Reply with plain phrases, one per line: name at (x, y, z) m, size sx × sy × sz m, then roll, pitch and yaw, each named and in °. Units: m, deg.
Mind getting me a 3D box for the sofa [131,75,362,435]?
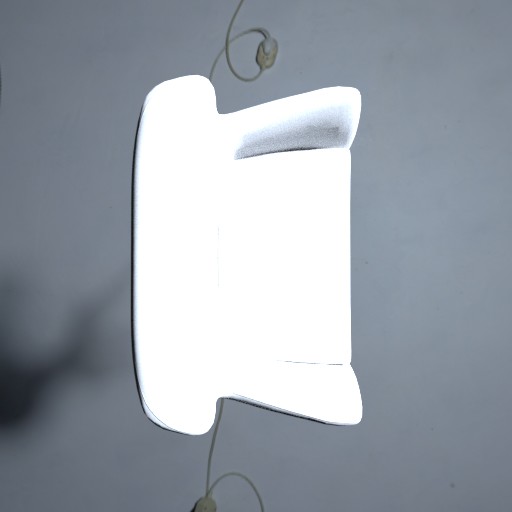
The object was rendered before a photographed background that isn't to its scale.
sofa at (0.000, 0.000, 2.028) m, size 0.921 × 0.878 × 1.424 m, roll 0°, pitch 89°, yaw 2°
